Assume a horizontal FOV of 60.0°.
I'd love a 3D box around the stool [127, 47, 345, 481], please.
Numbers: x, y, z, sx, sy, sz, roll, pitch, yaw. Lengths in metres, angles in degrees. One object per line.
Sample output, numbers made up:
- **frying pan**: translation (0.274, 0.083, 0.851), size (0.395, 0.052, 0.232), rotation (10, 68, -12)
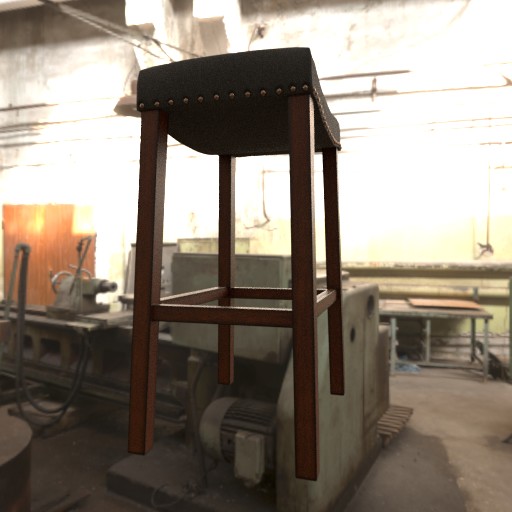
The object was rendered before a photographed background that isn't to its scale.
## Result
- **stool**: translation (0.000, 0.000, 1.037), size (0.366, 0.760, 0.502), rotation (0, 0, 17)
